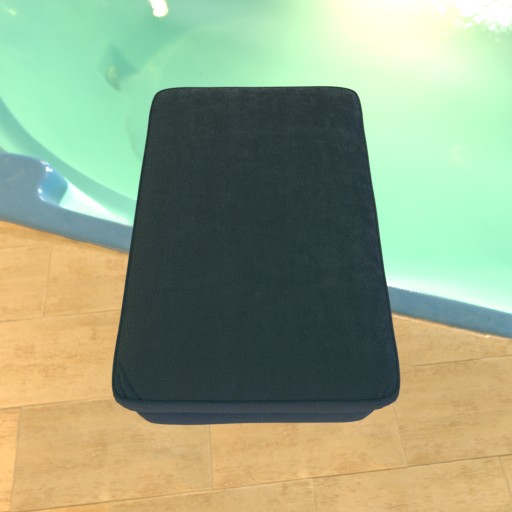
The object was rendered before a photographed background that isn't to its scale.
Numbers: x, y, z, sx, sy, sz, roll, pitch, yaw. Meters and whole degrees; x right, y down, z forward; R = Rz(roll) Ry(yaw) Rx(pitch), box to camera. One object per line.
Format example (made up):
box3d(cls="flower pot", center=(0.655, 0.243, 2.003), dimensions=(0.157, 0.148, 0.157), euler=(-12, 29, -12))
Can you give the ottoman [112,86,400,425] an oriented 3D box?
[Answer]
box3d(cls="ottoman", center=(0.000, 0.000, 1.220), dimensions=(0.583, 0.484, 0.862), euler=(0, 63, 0))
